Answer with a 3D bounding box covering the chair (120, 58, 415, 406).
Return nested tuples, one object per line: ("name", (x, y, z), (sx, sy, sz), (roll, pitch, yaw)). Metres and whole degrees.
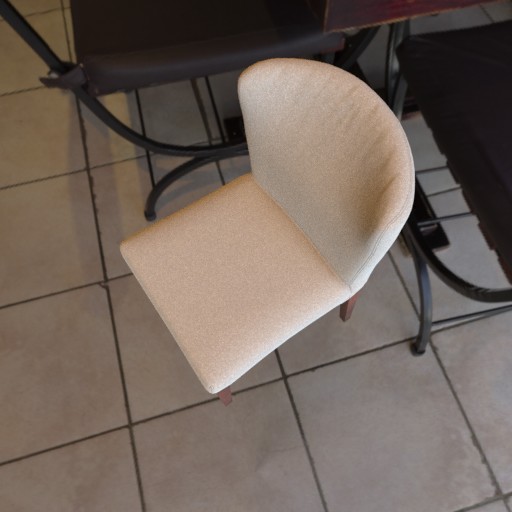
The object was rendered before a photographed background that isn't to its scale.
("chair", (0.000, 0.000, 1.189), (0.592, 0.839, 0.491), (-32, 68, -15))
